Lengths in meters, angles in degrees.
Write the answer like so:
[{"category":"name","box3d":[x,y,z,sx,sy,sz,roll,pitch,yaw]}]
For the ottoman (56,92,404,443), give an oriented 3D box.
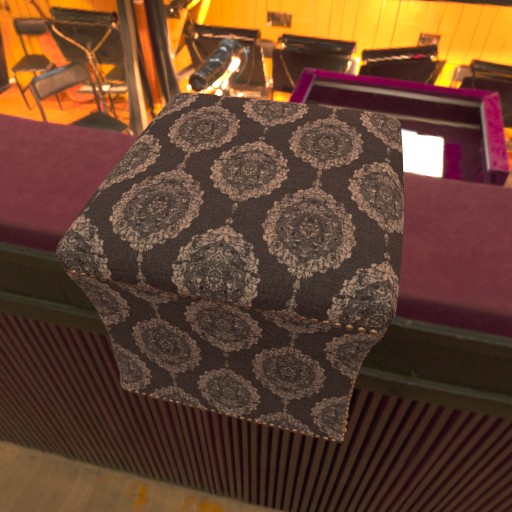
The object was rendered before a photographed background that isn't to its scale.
[{"category":"ottoman","box3d":[0.000,0.000,0.894,0.497,0.475,0.507,10,47,10]}]
